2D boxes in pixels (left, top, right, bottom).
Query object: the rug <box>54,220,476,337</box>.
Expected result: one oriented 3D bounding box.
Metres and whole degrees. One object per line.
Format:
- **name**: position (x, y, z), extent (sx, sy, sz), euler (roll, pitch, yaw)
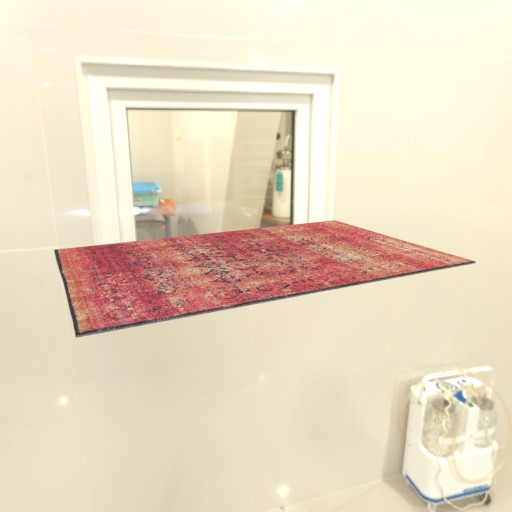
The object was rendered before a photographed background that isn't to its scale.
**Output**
- **rug**: position (0.000, 0.000, 3.018), extent (2.449, 0.018, 1.539), euler (-8, 17, -25)
